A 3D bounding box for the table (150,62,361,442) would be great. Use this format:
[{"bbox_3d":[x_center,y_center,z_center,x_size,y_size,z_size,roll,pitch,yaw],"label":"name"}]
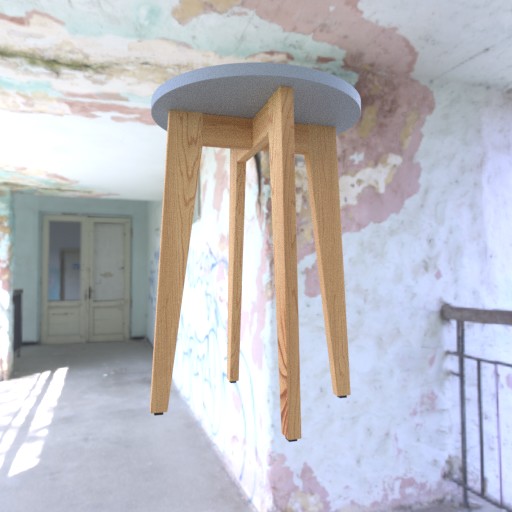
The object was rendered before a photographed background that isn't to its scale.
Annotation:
[{"bbox_3d":[0.000,0.000,0.751,0.350,0.500,0.350,0,-2,0],"label":"table"}]
